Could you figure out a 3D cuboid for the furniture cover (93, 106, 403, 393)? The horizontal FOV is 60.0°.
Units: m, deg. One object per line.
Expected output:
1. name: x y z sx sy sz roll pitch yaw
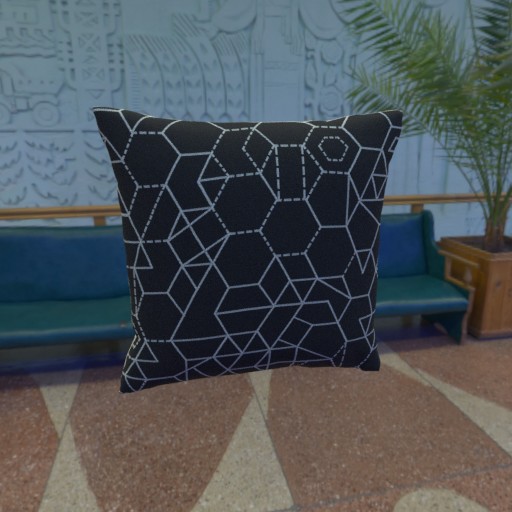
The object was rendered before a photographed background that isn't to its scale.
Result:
1. furniture cover: 0.000 0.000 0.799 0.517 0.508 0.158 -3 16 -10
